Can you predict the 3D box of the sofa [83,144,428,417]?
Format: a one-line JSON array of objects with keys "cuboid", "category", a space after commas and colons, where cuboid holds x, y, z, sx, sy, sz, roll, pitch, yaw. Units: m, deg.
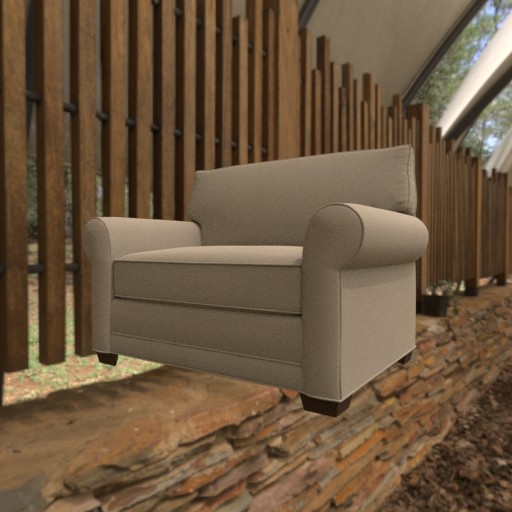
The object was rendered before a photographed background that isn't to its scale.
[{"cuboid": [0.000, 0.000, 2.097, 1.405, 1.006, 0.937, 1, 1, 34], "category": "sofa"}]
